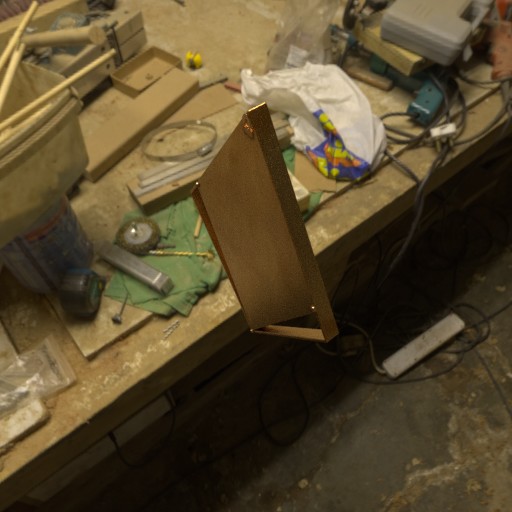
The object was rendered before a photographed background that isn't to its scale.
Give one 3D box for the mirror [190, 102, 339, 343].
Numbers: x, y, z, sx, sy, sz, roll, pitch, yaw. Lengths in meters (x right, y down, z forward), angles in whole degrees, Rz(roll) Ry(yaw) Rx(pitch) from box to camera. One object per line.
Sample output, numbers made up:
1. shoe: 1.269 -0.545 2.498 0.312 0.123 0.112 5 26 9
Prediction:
1. mirror: 0.000 0.000 0.837 0.032 0.679 0.419 -33 63 -20
